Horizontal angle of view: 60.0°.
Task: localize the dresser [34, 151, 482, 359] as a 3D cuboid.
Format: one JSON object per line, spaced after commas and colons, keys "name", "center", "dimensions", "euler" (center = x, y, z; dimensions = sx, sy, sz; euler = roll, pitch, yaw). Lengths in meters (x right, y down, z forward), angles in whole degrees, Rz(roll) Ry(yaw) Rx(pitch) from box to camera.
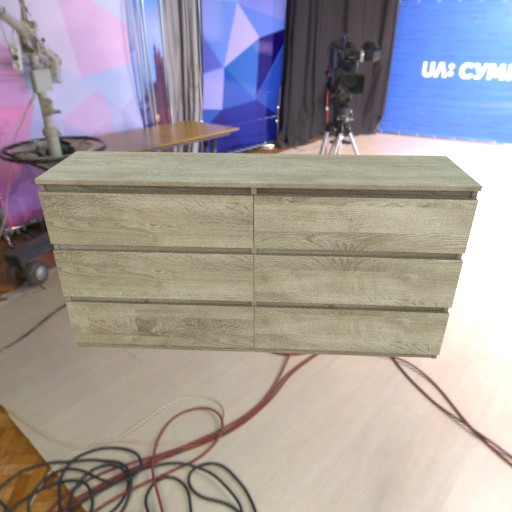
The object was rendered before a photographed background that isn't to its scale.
{"name": "dresser", "center": [0.000, 0.000, 1.923], "dimensions": [1.590, 0.795, 0.390], "euler": [1, 28, 2]}
